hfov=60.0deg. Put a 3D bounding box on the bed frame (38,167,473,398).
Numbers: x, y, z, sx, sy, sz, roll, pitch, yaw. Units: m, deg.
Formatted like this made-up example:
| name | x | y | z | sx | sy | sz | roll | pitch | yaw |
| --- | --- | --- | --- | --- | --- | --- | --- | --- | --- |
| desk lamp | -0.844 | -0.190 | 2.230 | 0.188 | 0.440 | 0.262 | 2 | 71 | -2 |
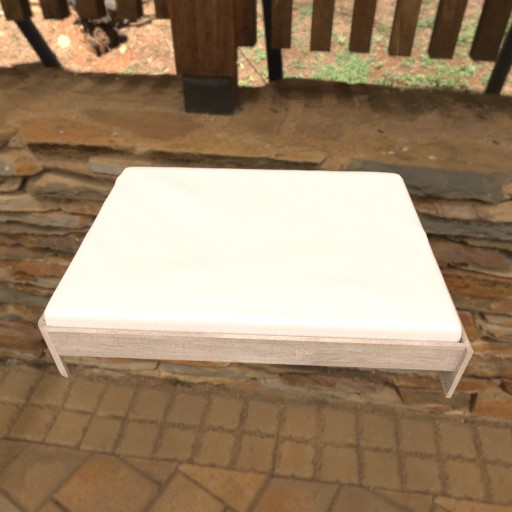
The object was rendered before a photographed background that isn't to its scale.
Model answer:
| name | x | y | z | sx | sy | sz | roll | pitch | yaw |
| --- | --- | --- | --- | --- | --- | --- | --- | --- | --- |
| bed frame | 0.000 | 0.000 | 2.596 | 1.950 | 0.462 | 1.490 | 2 | 40 | 2 |
